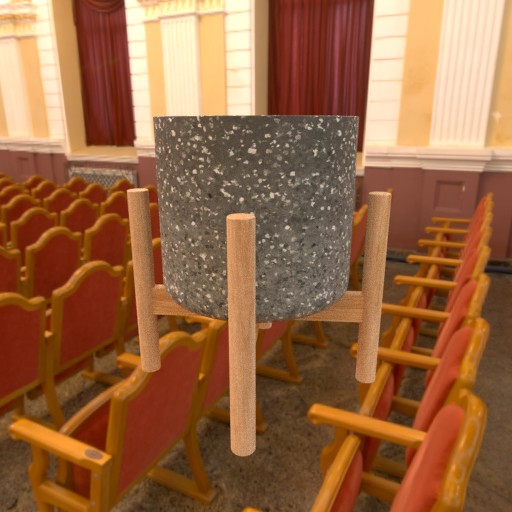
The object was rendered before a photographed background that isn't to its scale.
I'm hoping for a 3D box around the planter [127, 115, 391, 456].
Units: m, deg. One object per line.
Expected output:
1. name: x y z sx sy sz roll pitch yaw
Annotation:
1. planter: 0.000 0.000 0.535 0.284 0.320 0.284 9 19 27
